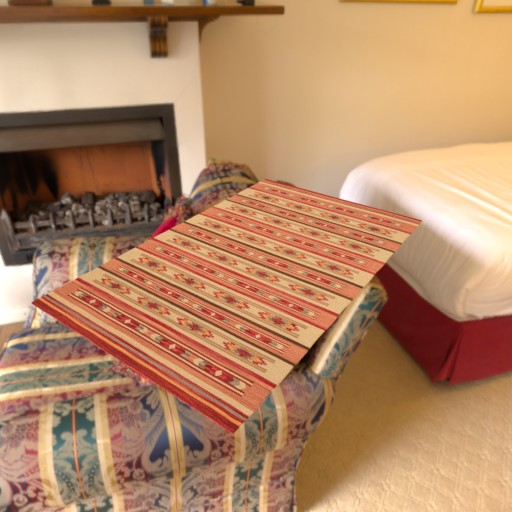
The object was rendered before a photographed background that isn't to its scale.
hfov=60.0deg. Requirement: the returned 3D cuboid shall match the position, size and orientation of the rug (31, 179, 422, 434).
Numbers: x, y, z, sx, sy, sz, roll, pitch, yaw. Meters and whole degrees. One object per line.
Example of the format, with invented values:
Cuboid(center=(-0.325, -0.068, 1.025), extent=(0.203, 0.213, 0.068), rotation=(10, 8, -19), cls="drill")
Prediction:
Cuboid(center=(0.000, 0.000, 3.079), extent=(1.535, 0.010, 2.431), rotation=(21, 37, 30), cls="rug")
